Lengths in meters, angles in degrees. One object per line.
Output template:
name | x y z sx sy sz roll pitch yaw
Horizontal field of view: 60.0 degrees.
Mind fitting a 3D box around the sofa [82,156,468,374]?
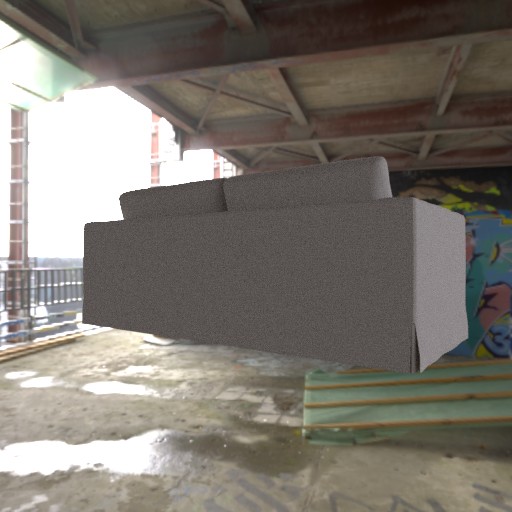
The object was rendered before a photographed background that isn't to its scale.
sofa | 0.000 0.000 2.649 2.163 0.881 0.954 0 0 36
